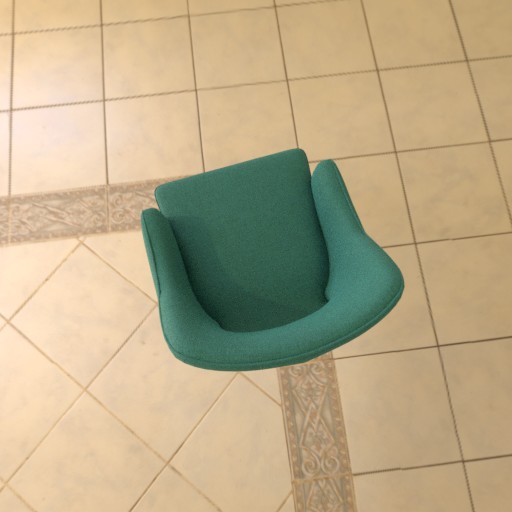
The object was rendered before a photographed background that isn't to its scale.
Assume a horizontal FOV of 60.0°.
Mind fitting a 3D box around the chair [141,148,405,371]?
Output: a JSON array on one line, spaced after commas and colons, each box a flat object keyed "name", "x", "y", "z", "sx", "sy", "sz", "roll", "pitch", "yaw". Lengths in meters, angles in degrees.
[{"name": "chair", "x": 0.000, "y": 0.000, "z": 1.227, "sx": 0.548, "sy": 0.849, "sz": 0.605, "roll": -16, "pitch": 77, "yaw": -4}]
